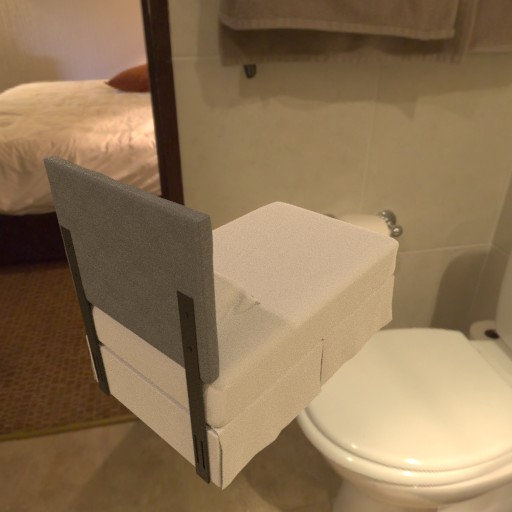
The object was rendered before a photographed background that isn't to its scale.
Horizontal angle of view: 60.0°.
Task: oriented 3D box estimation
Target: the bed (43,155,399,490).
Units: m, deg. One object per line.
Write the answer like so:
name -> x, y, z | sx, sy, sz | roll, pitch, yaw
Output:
bed -> 0.000, 0.000, 2.921 | 1.261, 1.571, 1.997 | 23, 37, 34
